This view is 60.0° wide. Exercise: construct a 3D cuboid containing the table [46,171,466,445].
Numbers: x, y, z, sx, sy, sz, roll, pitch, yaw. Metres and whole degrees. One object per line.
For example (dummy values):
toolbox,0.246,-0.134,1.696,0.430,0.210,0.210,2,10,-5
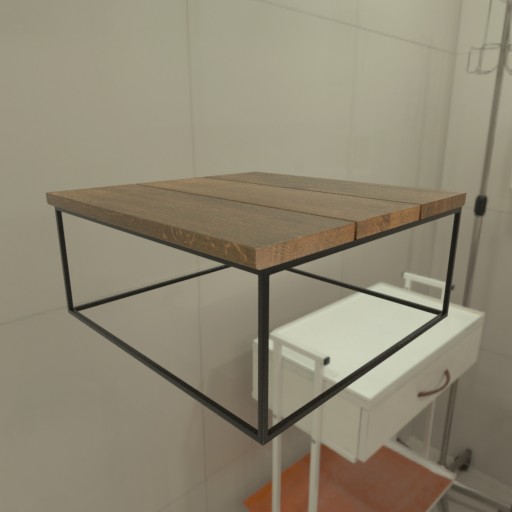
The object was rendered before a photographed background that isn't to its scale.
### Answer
table,0.000,0.000,1.396,0.900,0.400,0.900,-16,23,-43
